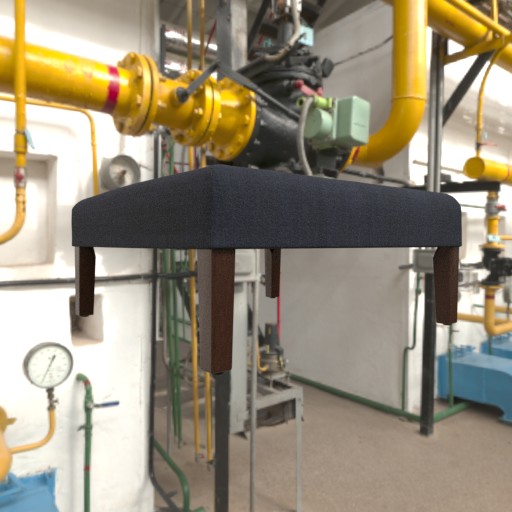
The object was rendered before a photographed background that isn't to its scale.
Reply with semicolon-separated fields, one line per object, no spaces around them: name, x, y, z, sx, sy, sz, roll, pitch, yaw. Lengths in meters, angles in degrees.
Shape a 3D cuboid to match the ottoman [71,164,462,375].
ottoman;0.000;0.000;1.407;0.889;0.411;0.890;-1;2;-37
